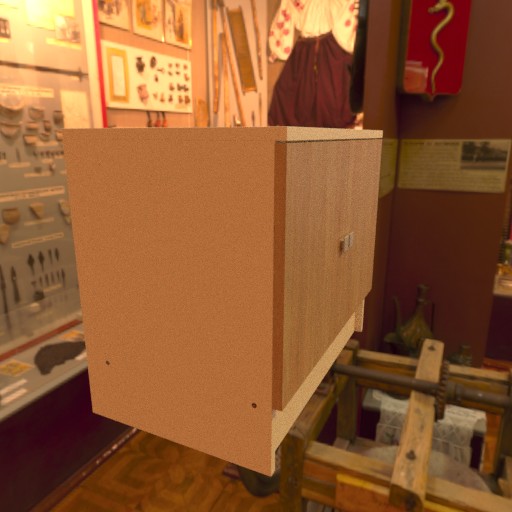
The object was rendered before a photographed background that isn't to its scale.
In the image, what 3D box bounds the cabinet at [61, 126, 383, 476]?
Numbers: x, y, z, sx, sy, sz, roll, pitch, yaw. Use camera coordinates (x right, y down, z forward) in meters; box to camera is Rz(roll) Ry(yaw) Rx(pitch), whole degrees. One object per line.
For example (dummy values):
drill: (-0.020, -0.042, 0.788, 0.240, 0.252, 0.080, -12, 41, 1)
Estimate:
cabinet: (0.000, 0.000, 0.952, 0.400, 0.522, 0.600, 7, 17, 25)
